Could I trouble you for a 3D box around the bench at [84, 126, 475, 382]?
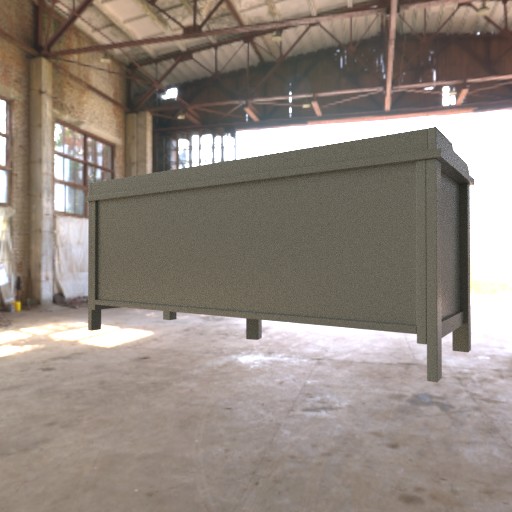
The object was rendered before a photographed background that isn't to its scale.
[{"bbox_3d":[0.000,0.000,1.337,1.140,0.501,0.398,0,-1,35],"label":"bench"}]
